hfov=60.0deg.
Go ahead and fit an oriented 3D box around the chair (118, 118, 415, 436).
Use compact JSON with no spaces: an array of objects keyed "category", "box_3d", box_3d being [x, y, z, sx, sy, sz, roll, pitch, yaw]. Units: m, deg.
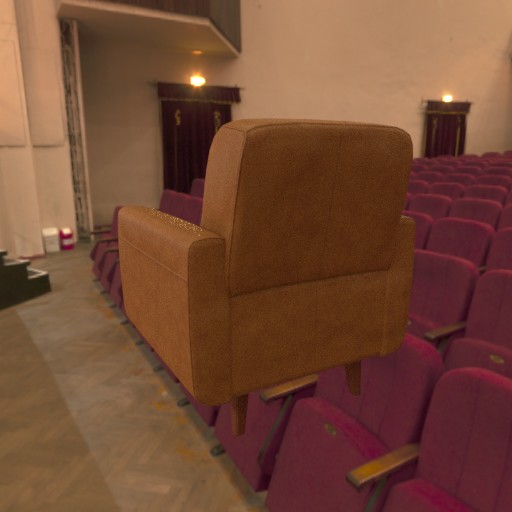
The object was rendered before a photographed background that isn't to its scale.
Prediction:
[{"category":"chair","box_3d":[0.000,0.000,1.694,0.845,0.968,0.942,-7,16,-28]}]
